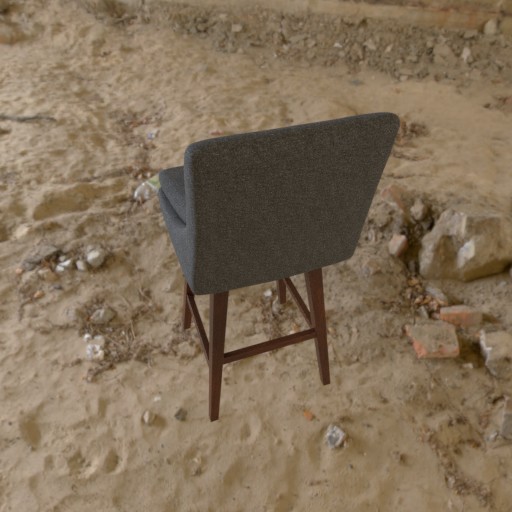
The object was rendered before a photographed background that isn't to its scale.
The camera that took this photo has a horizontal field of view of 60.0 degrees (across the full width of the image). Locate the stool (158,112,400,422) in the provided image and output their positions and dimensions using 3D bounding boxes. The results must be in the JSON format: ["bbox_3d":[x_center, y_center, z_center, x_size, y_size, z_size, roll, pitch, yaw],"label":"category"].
[{"bbox_3d":[0.000,0.000,1.366,0.489,1.068,0.572,-13,43,-14],"label":"stool"}]
